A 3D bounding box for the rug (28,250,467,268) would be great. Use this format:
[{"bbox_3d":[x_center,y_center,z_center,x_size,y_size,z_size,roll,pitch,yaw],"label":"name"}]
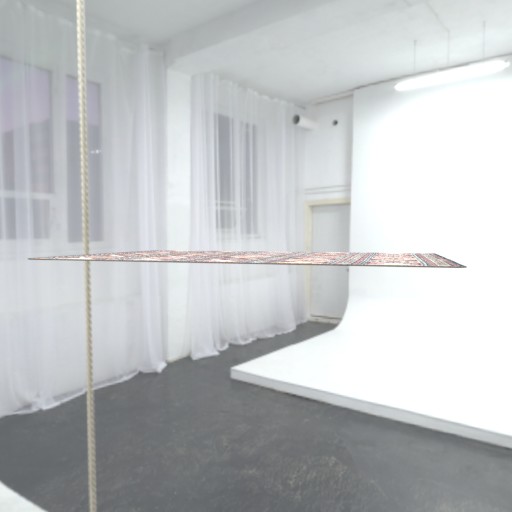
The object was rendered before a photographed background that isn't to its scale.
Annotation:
[{"bbox_3d":[0.000,0.000,3.055,2.440,0.010,1.545,1,3,17],"label":"rug"}]
